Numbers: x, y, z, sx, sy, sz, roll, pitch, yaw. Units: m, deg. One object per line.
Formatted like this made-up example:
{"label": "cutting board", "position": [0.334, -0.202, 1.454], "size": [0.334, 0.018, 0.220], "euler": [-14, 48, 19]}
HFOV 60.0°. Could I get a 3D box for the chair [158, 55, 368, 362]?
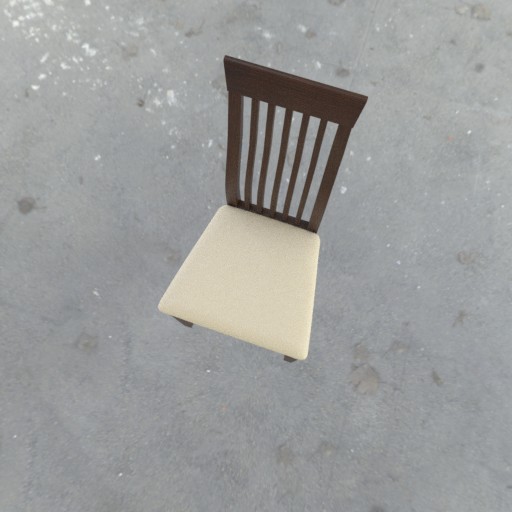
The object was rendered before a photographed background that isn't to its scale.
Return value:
{"label": "chair", "position": [0.000, 0.000, 1.289], "size": [0.460, 1.027, 0.474], "euler": [18, 76, 5]}
